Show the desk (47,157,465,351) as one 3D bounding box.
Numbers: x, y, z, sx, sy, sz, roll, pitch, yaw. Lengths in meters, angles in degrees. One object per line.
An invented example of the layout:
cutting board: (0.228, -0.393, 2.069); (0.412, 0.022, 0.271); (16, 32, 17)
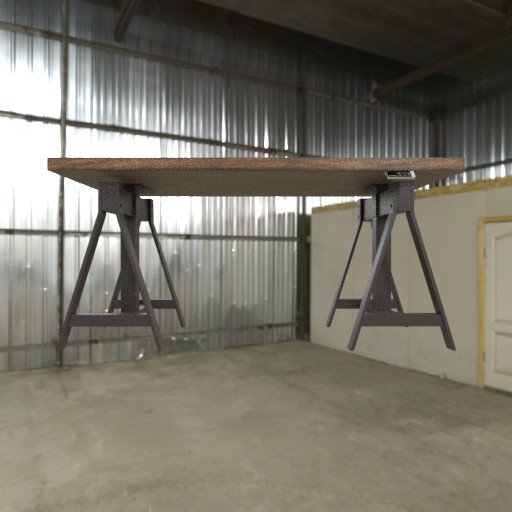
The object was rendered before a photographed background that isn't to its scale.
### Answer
desk: (0.000, 0.000, 1.990); (1.543, 0.725, 0.784); (0, 1, 0)
